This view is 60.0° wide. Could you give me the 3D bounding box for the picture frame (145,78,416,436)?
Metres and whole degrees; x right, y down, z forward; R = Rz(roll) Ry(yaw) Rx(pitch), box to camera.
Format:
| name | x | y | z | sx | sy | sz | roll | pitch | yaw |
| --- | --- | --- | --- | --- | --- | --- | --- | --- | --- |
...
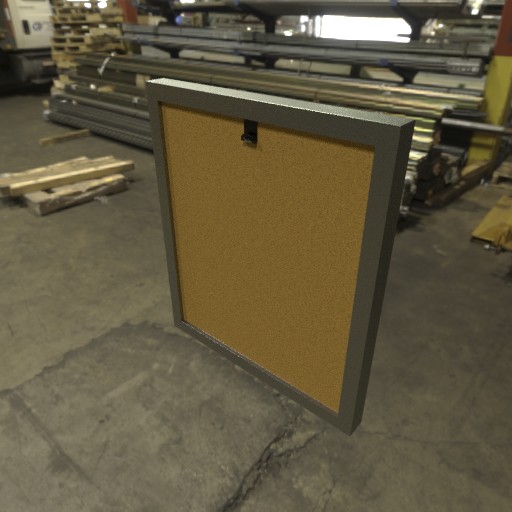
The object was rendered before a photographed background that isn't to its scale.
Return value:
| name | x | y | z | sx | sy | sz | roll | pitch | yaw |
| --- | --- | --- | --- | --- | --- | --- | --- | --- | --- |
| picture frame | 0.000 | 0.000 | 1.406 | 0.839 | 0.968 | 0.073 | 23 | 38 | 34 |
